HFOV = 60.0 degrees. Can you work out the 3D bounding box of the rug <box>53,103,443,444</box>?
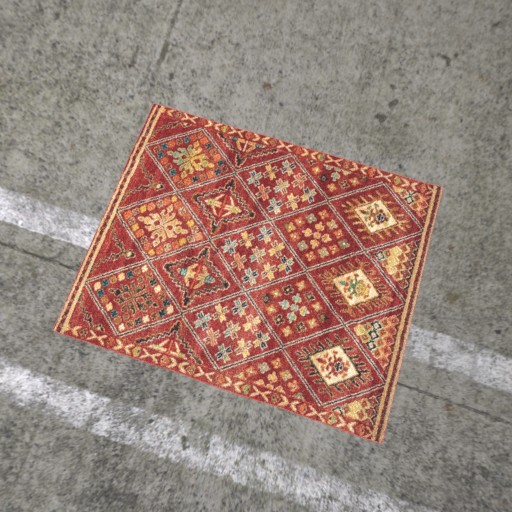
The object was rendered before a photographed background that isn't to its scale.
[{"bbox_3d":[0.000,0.000,4.200,3.086,0.030,2.489,18,76,5],"label":"rug"}]
